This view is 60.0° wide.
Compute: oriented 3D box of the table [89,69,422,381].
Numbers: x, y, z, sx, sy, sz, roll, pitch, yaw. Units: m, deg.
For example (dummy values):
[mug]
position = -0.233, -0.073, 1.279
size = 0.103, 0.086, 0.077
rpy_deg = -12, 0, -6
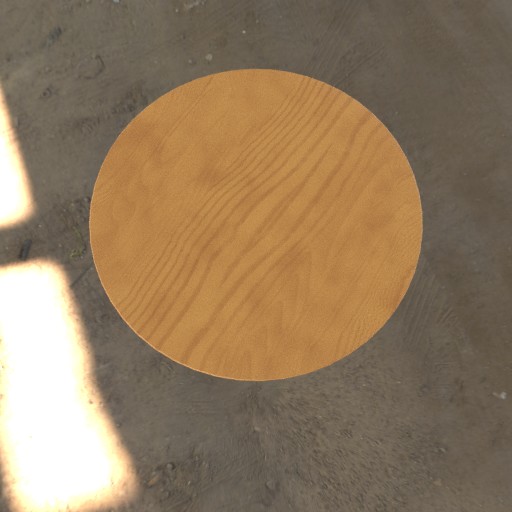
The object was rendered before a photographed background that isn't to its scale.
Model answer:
[table]
position = 0.000, 0.000, 1.089
size = 0.597, 0.612, 0.597
rpy_deg = 0, 74, 0
